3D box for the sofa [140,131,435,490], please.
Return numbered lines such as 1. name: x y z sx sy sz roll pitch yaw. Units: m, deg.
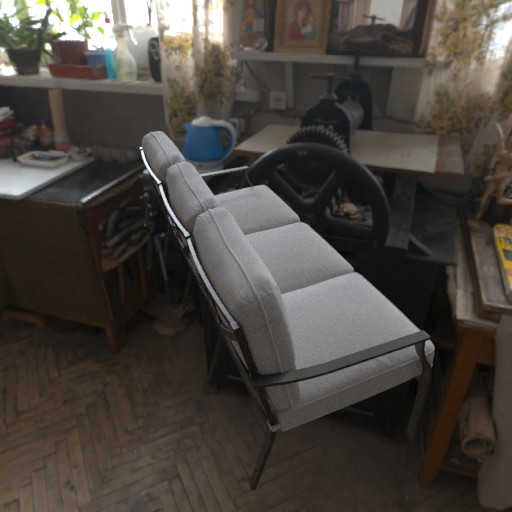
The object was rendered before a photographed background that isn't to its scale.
1. sofa: 0.000 0.000 2.114 0.787 0.860 1.740 -11 33 -18
